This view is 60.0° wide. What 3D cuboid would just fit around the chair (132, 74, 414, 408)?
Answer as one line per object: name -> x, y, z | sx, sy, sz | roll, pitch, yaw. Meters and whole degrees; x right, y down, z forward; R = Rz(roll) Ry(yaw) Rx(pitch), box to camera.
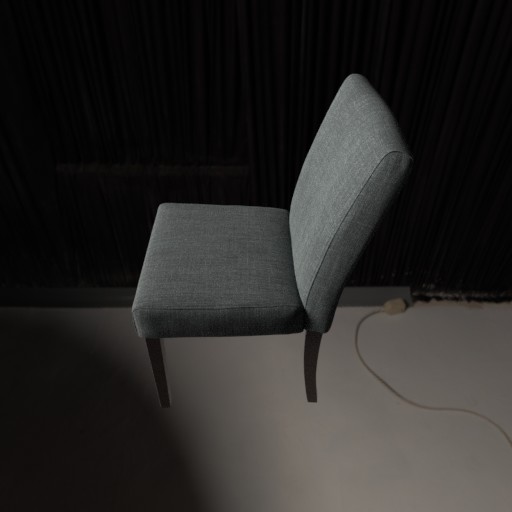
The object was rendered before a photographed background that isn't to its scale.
chair -> 0.000, 0.000, 1.276 | 0.629, 0.884, 0.487 | -1, 41, -1
